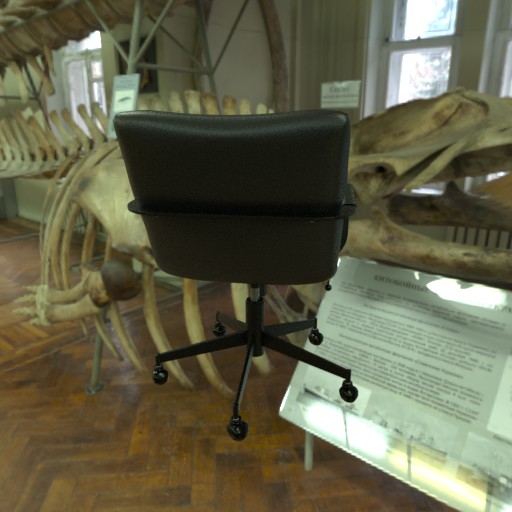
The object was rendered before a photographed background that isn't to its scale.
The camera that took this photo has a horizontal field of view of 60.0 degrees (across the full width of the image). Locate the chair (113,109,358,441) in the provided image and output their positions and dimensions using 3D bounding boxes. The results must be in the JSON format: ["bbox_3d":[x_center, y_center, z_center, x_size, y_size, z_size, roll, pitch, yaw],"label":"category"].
[{"bbox_3d":[0.000,0.000,1.494,0.719,0.922,0.748,3,17,9],"label":"chair"}]
